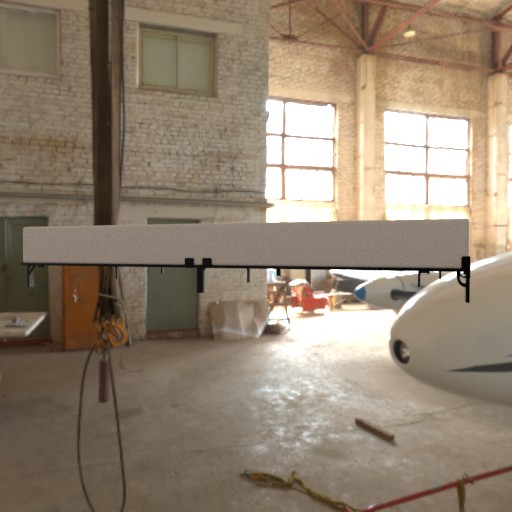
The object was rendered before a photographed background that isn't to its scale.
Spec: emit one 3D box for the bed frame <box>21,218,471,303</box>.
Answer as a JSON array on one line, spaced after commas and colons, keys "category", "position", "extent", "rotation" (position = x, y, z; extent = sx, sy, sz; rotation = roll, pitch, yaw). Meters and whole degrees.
[{"category": "bed frame", "position": [0.000, 0.000, 3.679], "extent": [2.987, 0.440, 1.930], "rotation": [0, 1, 18]}]
